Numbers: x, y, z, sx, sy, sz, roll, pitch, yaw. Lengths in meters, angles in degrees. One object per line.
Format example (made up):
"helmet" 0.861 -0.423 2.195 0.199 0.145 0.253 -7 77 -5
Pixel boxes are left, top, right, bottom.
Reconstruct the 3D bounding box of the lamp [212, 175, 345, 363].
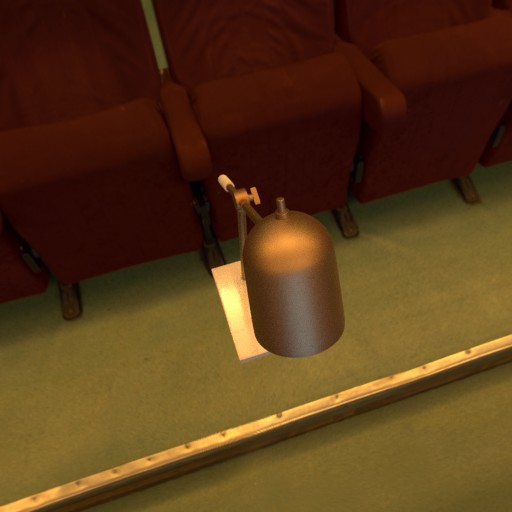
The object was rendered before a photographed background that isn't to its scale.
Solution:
"lamp" 0.000 0.000 0.799 0.144 0.603 0.471 -16 64 -8
